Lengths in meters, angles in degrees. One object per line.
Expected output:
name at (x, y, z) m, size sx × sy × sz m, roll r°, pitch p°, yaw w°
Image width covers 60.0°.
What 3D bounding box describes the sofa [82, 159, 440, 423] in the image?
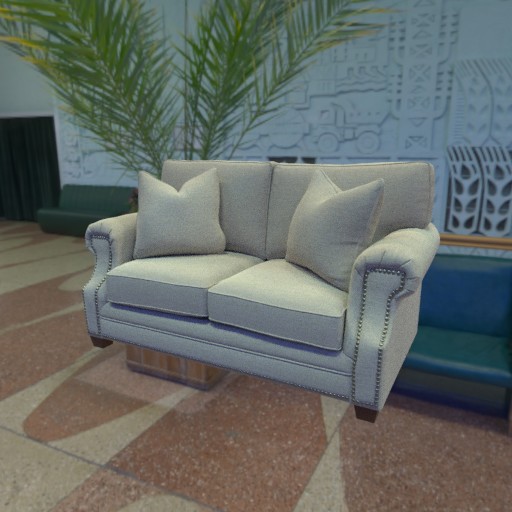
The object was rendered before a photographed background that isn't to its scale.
sofa at (0.000, 0.000, 2.292) m, size 1.701 × 0.966 × 0.966 m, roll 7°, pitch 15°, yaw 27°
